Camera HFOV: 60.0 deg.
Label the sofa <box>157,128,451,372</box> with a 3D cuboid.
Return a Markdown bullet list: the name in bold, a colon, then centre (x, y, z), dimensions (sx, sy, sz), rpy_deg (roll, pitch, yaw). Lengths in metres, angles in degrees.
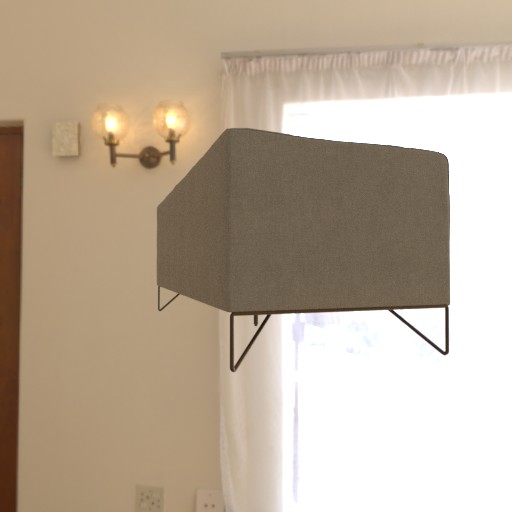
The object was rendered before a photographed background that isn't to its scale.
- **sofa**: centre (0.000, 0.000, 2.534), dimensions (0.912, 0.798, 2.079), rpy_deg (0, -1, -19)
